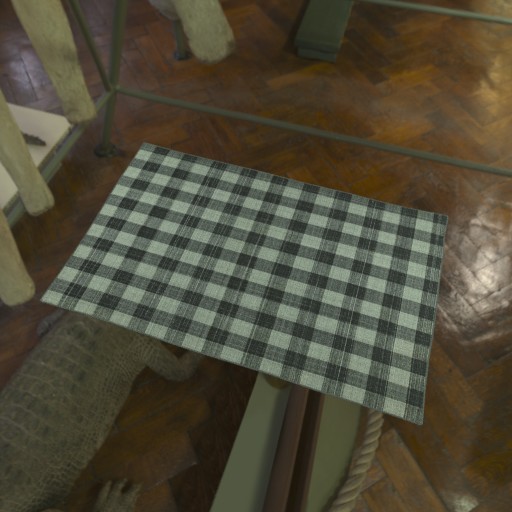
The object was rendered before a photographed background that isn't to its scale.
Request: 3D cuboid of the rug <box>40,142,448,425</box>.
[{"bbox_3d":[0.000,0.000,3.081,2.476,0.011,1.554,16,59,10],"label":"rug"}]
